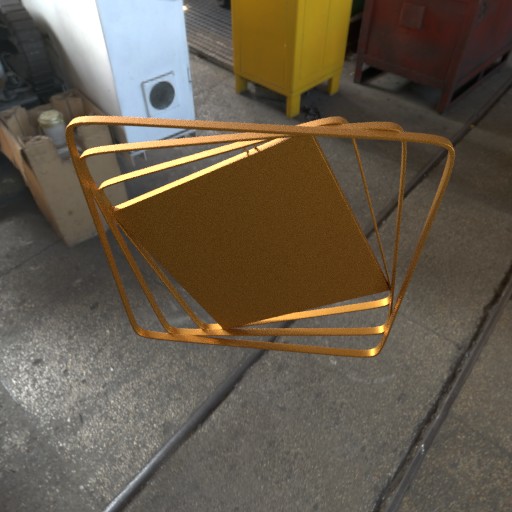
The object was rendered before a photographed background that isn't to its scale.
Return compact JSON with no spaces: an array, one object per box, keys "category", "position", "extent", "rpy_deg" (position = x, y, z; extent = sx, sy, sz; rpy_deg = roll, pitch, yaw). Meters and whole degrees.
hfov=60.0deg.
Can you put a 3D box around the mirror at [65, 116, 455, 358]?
[{"category":"mirror","position":[0.000,0.000,0.687],"extent":[0.470,0.468,0.045],"rpy_deg":[4,47,4]}]
